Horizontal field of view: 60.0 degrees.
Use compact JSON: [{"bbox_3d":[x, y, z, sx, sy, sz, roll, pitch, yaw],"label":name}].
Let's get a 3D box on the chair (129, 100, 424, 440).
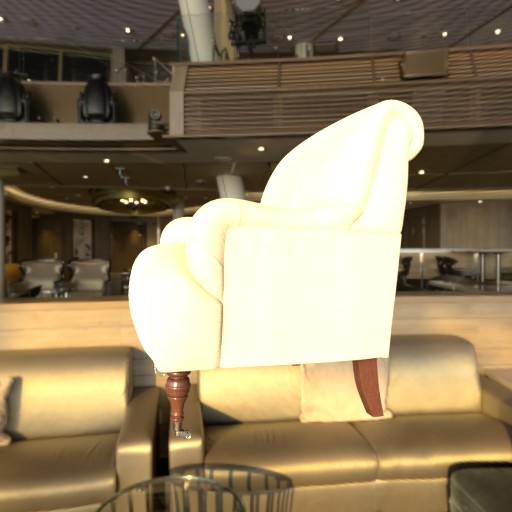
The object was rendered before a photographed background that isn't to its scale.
[{"bbox_3d":[0.000,0.000,1.527,0.842,0.944,0.766,0,1,-18],"label":"chair"}]
